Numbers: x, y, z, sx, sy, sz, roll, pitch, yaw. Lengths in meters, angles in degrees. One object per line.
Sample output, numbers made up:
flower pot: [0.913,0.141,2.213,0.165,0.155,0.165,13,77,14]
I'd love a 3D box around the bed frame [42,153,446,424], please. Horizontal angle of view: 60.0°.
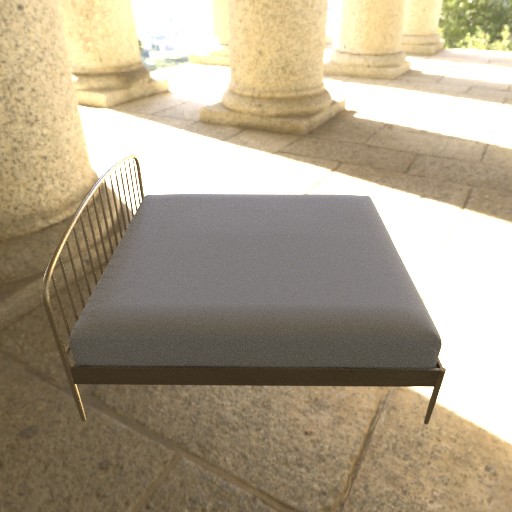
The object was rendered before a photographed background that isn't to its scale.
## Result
bed frame: [0.000,0.000,3.270,2.152,1.174,2.016,0,32,0]
